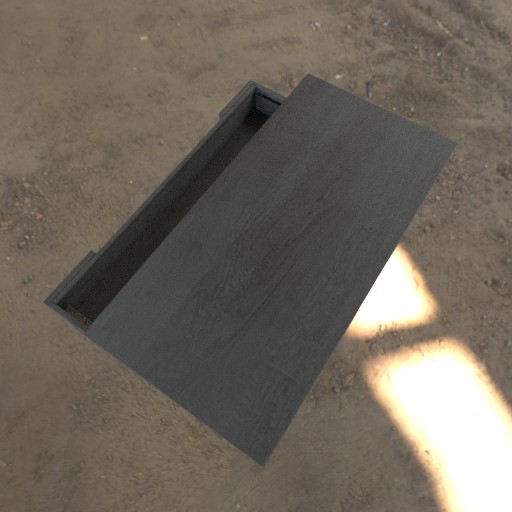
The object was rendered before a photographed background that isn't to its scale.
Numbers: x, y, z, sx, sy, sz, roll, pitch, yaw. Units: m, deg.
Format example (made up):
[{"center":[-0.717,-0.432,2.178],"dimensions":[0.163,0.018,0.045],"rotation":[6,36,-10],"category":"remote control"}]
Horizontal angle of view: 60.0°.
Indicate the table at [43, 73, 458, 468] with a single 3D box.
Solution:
[{"center":[0.000,0.000,1.416],"dimensions":[0.711,0.570,1.000],"rotation":[31,68,14],"category":"table"}]
